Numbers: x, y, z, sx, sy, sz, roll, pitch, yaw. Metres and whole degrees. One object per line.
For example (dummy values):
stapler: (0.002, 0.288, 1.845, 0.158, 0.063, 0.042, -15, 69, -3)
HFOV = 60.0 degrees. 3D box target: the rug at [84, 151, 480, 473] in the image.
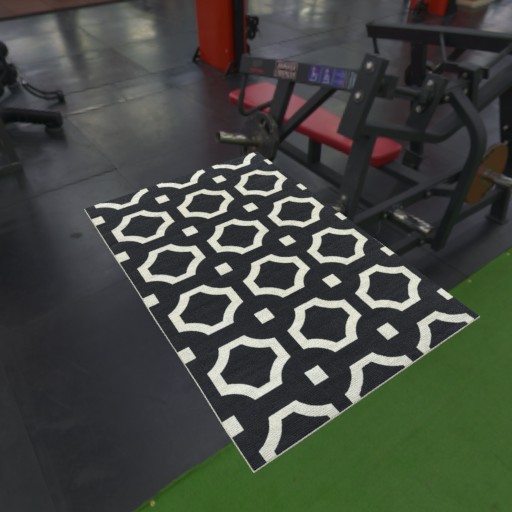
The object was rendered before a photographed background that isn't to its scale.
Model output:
rug: (0.000, 0.000, 2.913, 1.555, 0.016, 2.286, -24, 47, -24)
